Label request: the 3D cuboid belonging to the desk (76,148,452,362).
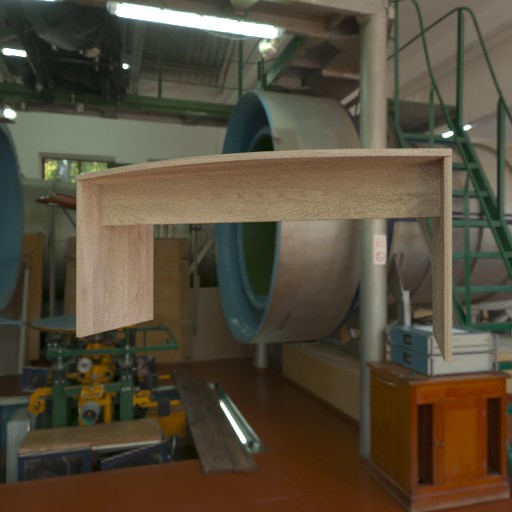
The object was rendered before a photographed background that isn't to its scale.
[{"bbox_3d":[0.000,0.000,2.025,1.600,0.752,0.802,0,0,18],"label":"desk"}]
